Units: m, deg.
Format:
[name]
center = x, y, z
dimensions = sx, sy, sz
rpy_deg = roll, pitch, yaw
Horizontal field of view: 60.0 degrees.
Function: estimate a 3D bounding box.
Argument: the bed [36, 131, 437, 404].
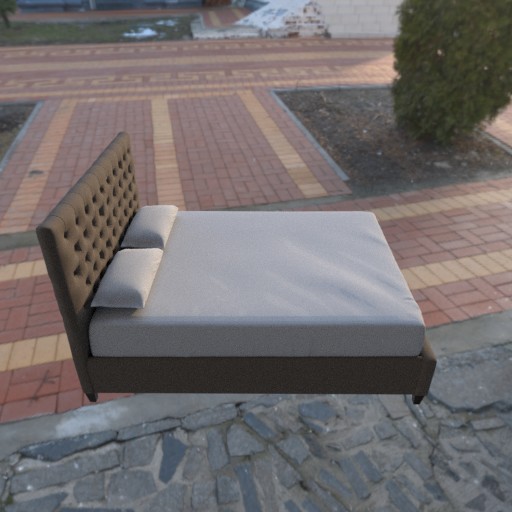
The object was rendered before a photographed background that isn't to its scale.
[bed]
center = 0.000, 0.000, 3.424
dimensions = 2.387, 1.427, 1.698
rpy_deg = 0, 33, 1
